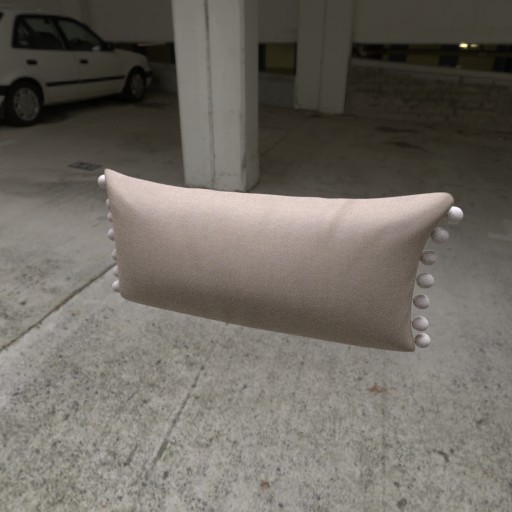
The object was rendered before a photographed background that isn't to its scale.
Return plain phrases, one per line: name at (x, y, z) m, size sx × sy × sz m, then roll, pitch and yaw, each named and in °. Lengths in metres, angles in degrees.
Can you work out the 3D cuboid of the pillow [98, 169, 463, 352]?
pillow at (0.000, 0.000, 0.870) m, size 0.709 × 0.322 × 0.201 m, roll 8°, pitch 28°, yaw 16°
